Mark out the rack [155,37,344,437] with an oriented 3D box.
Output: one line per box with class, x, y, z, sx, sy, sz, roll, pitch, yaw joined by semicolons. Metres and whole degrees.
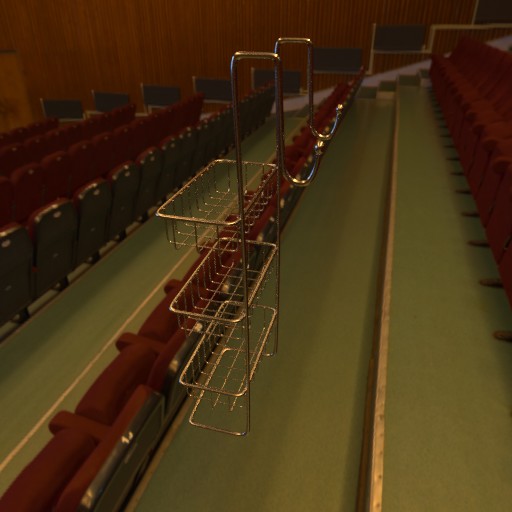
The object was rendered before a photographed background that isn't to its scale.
rack;0.000;0.000;0.661;0.202;0.574;0.228;8;31;13
